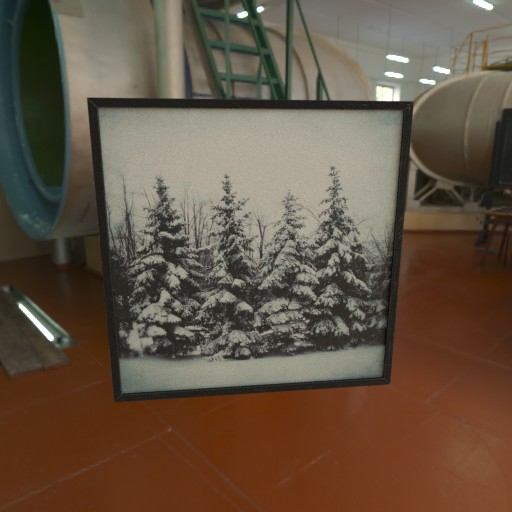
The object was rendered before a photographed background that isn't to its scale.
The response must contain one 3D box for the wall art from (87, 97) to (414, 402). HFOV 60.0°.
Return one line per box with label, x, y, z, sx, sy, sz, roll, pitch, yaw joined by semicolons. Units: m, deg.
wall art;0.000;0.000;0.761;0.506;0.506;0.036;-2;14;-7
